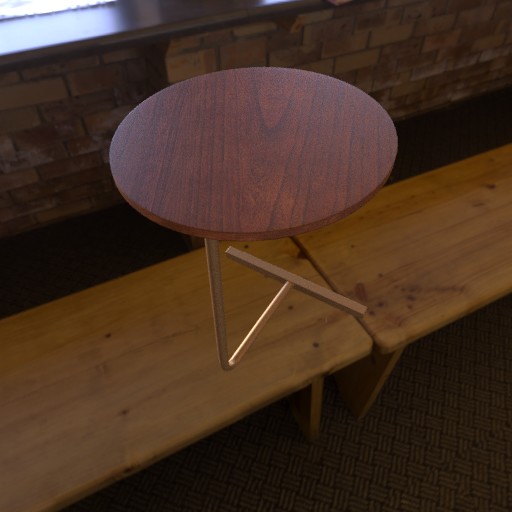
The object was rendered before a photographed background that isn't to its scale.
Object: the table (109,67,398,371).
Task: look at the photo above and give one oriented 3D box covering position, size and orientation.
[{"bbox_3d":[0.000,0.000,1.115,0.530,0.706,0.577,24,51,21],"label":"table"}]
